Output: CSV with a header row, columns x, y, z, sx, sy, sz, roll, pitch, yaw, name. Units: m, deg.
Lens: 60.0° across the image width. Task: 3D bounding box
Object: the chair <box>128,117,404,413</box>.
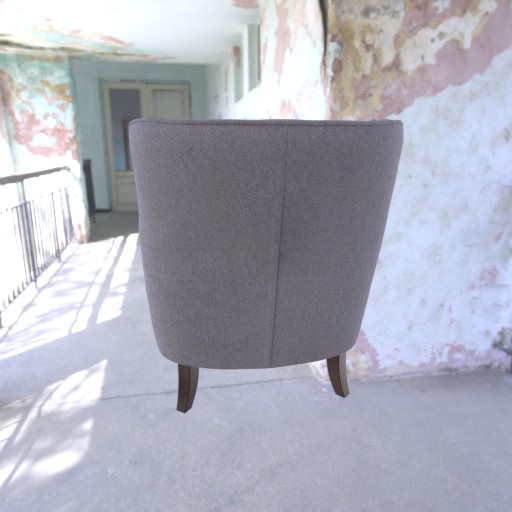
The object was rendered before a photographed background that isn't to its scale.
x,y,z,sx,sy,sz,roll,pitch,yaw,name
0.000,0.000,1.584,0.781,0.919,0.910,-2,15,-9,chair
